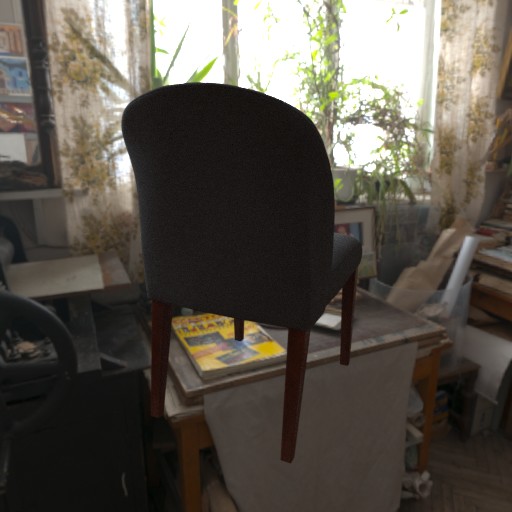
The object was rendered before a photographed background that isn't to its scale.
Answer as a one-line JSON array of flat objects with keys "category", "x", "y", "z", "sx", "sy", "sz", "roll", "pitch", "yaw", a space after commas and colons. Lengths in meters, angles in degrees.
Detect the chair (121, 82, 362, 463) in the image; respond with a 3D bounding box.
[{"category": "chair", "x": 0.000, "y": 0.000, "z": 1.270, "sx": 0.506, "sy": 0.879, "sz": 0.619, "roll": 8, "pitch": 18, "yaw": 25}]
